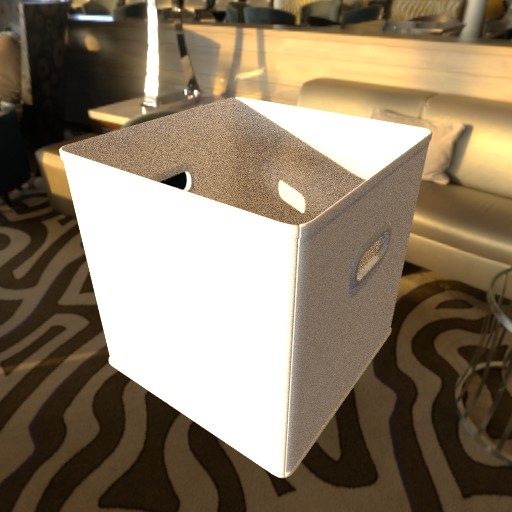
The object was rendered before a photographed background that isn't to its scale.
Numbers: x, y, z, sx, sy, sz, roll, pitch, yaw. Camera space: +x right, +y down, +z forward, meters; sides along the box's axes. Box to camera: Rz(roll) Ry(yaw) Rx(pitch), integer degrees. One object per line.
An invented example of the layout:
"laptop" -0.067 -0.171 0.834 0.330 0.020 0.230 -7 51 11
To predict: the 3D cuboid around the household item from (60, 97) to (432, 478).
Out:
"household item" 0.000 0.000 0.569 0.305 0.305 0.305 21 38 30
